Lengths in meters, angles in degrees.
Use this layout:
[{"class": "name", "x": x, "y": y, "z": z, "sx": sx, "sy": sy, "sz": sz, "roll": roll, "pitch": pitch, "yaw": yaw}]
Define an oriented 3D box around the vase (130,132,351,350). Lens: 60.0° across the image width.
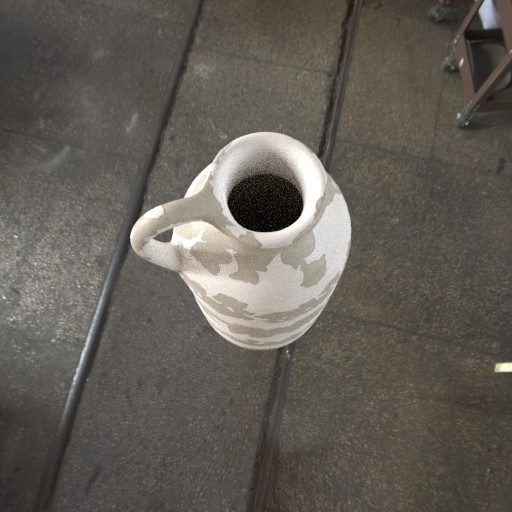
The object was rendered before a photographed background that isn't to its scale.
[{"class": "vase", "x": 0.000, "y": 0.000, "z": 0.492, "sx": 0.203, "sy": 0.382, "sz": 0.186, "roll": -20, "pitch": 75, "yaw": -6}]
